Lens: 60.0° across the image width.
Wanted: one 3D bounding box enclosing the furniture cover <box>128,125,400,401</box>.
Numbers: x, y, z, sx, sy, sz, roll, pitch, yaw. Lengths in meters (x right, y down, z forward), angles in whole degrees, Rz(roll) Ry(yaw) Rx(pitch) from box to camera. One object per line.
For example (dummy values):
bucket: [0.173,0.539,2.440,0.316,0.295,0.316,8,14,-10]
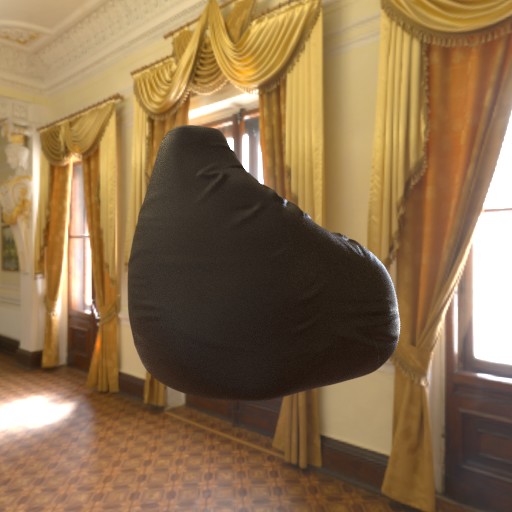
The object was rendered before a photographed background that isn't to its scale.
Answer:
furniture cover: [0.000,0.000,1.920,1.070,0.990,1.070,0,0,-36]
